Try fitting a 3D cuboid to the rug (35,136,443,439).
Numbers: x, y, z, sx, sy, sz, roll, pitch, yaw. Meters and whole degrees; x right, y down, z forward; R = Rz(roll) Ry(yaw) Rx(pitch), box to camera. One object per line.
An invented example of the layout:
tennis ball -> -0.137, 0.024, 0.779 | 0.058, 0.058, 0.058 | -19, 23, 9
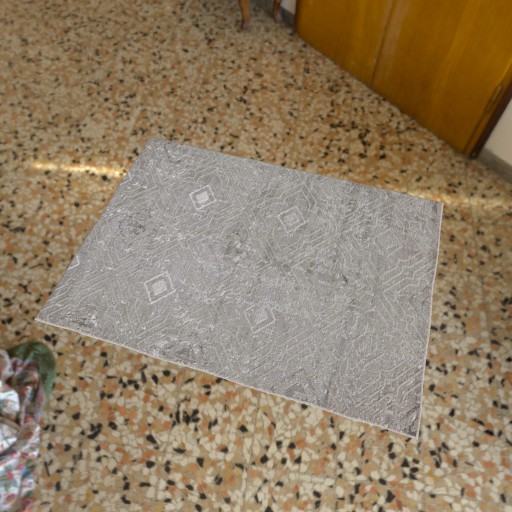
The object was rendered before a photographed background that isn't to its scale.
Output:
rug -> 0.000, 0.000, 4.281 | 3.359, 0.020, 2.448 | 15, 59, 9
